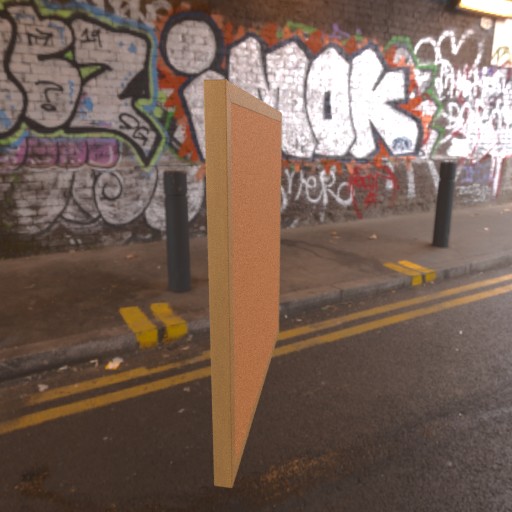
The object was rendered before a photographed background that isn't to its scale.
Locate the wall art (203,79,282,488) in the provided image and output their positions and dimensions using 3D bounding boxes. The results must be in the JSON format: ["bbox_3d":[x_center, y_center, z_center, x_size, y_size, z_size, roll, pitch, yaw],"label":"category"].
[{"bbox_3d":[0.000,0.000,1.156,0.037,0.763,0.763,2,14,10],"label":"wall art"}]
